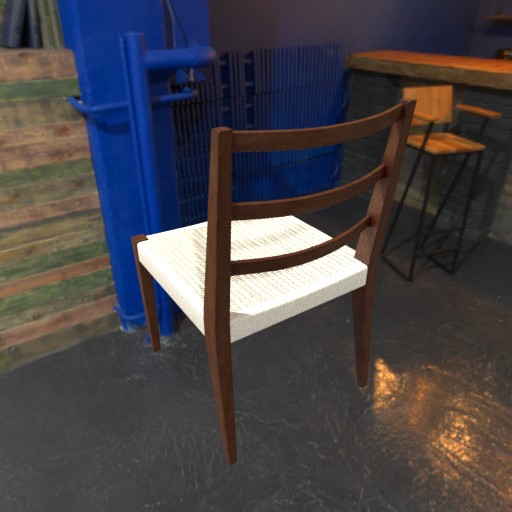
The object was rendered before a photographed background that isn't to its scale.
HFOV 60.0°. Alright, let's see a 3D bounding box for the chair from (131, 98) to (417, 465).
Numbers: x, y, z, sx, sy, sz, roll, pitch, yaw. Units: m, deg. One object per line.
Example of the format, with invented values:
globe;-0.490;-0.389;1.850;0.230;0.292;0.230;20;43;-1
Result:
chair;0.000;0.000;1.166;0.480;0.813;0.551;-18;34;-29
